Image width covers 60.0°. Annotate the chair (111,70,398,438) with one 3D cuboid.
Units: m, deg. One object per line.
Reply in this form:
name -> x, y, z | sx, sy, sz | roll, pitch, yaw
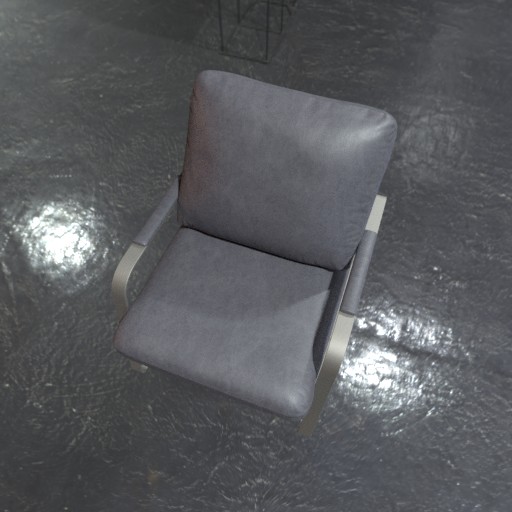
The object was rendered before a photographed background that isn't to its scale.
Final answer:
chair -> 0.000, 0.000, 1.440 | 0.692, 0.839, 0.878 | 18, 60, 10
